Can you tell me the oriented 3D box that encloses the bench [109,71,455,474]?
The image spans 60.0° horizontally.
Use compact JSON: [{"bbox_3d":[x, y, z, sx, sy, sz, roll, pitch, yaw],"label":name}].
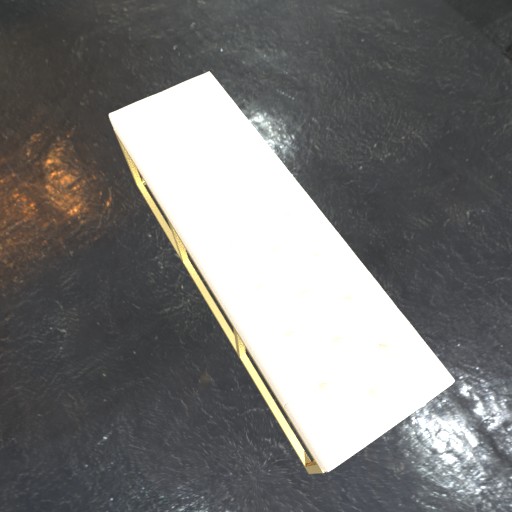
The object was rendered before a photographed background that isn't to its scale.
[{"bbox_3d":[0.000,0.000,1.692,0.457,0.484,1.473,-29,67,-13],"label":"bench"}]
